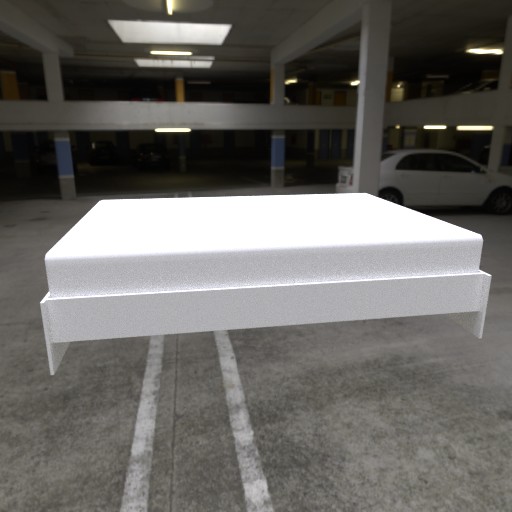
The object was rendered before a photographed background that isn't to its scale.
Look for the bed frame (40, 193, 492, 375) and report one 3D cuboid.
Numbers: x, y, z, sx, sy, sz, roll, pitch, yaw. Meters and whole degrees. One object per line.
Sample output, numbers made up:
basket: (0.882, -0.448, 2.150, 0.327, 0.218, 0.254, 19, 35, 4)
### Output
bed frame: (0.000, 0.000, 2.578, 1.945, 0.497, 1.445, -3, 17, -9)
